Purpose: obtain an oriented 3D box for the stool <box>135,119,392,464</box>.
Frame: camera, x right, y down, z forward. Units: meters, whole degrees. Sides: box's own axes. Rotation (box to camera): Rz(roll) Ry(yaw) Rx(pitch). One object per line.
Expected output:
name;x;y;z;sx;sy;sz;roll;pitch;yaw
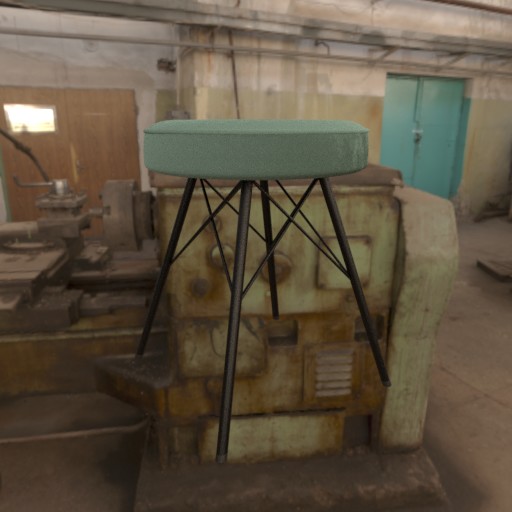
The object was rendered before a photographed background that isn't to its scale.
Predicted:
stool;0.000;0.000;0.886;0.458;0.519;0.457;-7;18;-24
